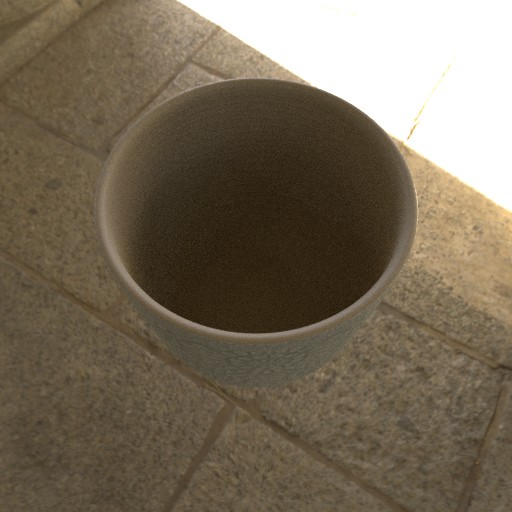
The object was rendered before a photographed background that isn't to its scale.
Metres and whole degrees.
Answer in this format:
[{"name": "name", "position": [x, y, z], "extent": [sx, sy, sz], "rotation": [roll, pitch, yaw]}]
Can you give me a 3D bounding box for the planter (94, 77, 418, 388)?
[{"name": "planter", "position": [0.000, 0.000, 0.301], "extent": [0.169, 0.153, 0.169], "rotation": [0, 62, 0]}]
